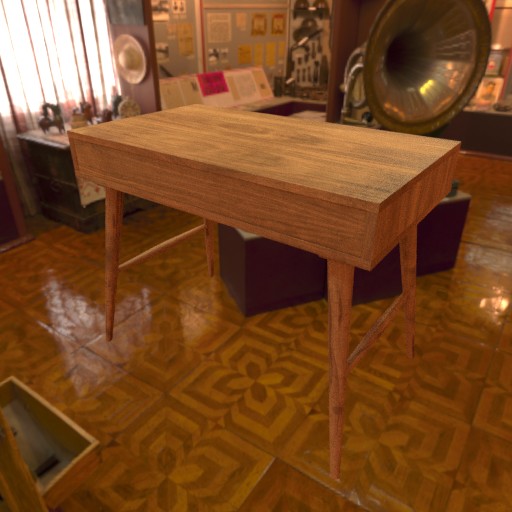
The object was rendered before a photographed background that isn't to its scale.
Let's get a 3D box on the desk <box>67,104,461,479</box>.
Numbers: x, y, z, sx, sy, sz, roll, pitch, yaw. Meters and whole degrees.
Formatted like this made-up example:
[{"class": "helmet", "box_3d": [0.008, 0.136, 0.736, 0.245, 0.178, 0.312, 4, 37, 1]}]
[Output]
[{"class": "desk", "box_3d": [0.000, 0.000, 1.405, 0.949, 0.758, 0.588, 19, 34, 31]}]
